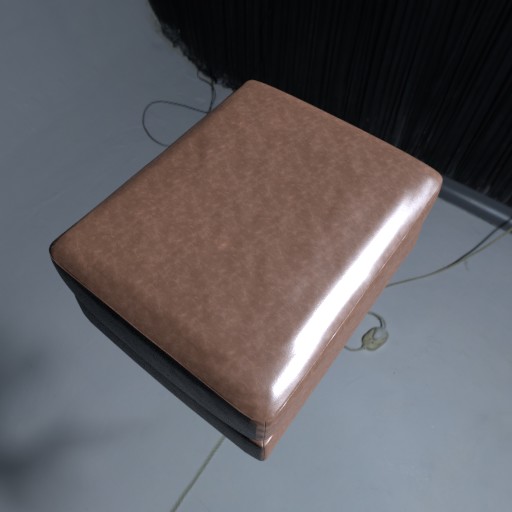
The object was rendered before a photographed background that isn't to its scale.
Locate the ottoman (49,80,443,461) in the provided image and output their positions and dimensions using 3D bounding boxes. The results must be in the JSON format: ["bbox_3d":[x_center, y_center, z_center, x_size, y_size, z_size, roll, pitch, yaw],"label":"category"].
[{"bbox_3d":[0.000,0.000,1.131,0.603,0.476,0.751,33,64,19],"label":"ottoman"}]
